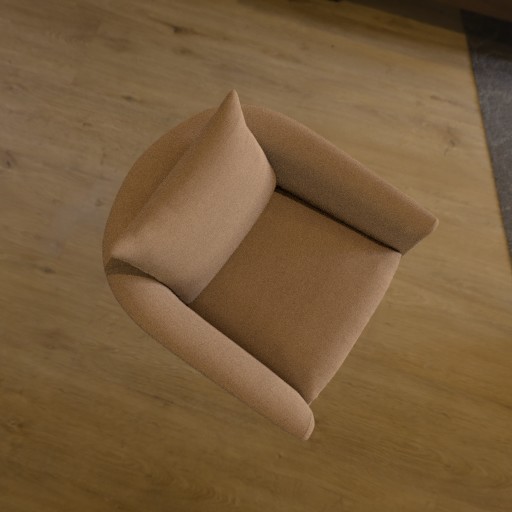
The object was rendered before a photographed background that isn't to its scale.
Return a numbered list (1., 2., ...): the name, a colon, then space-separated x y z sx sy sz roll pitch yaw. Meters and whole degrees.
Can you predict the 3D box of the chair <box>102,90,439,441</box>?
1. chair: 0.000 0.000 1.568 0.910 0.848 0.845 33 78 8
